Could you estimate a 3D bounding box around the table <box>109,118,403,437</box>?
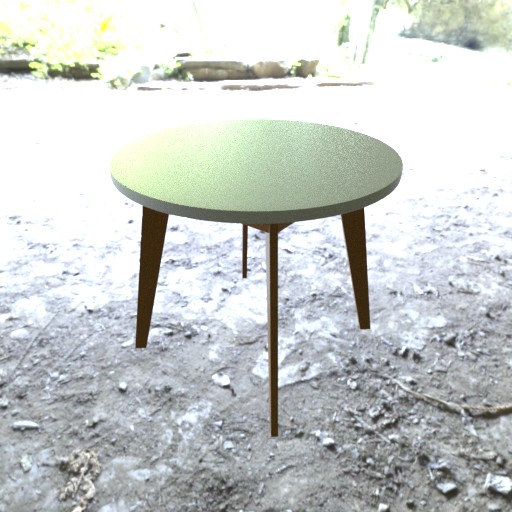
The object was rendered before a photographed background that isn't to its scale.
[{"bbox_3d":[0.000,0.000,1.595,0.896,0.762,0.896,0,30,0],"label":"table"}]
